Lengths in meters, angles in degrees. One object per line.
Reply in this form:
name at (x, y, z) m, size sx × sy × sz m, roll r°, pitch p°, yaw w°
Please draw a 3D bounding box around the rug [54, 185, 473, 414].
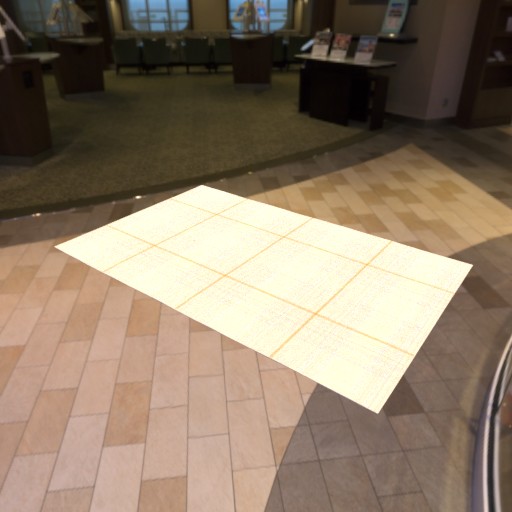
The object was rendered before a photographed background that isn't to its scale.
rug at (0.000, 0.000, 3.038) m, size 2.442 × 0.016 × 1.527 m, roll 21°, pitch 36°, yaw 32°
